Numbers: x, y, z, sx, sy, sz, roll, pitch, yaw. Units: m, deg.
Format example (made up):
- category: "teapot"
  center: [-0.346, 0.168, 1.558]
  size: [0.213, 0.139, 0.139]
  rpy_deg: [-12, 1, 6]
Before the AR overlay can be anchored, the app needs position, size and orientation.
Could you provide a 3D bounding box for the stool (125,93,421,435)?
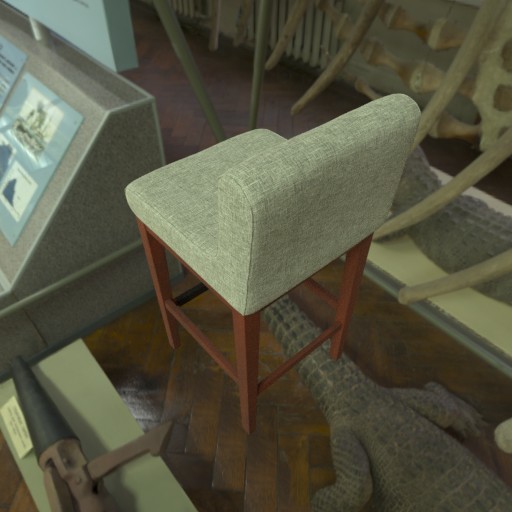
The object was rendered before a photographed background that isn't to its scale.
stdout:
- category: "stool"
  center: [0.000, 0.000, 1.094]
  size: [0.417, 0.835, 0.459]
  rpy_deg: [-31, 52, -28]
